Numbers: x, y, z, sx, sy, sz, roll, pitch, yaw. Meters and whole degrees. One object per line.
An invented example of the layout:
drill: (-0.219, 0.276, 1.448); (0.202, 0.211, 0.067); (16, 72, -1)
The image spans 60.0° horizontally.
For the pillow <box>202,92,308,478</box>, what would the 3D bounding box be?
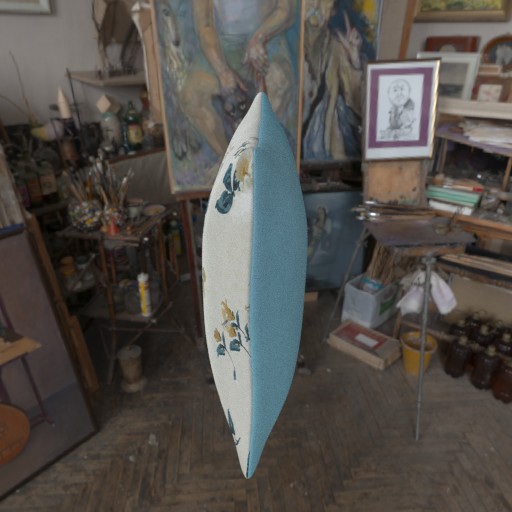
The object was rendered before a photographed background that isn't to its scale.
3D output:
pillow: (0.000, 0.000, 0.802); (0.166, 0.507, 0.526); (1, 27, 1)
